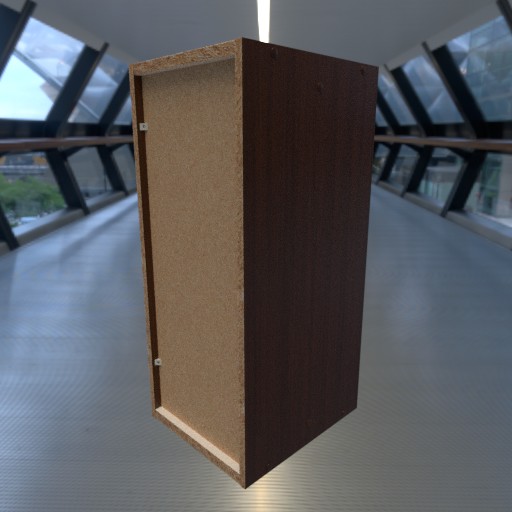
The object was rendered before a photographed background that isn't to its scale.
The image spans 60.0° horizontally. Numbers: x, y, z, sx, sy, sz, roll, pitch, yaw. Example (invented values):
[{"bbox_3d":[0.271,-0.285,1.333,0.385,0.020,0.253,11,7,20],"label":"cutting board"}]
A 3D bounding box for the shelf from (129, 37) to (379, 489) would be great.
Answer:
[{"bbox_3d":[0.000,0.000,0.751,0.290,0.600,0.253,-14,20,-43],"label":"shelf"}]
